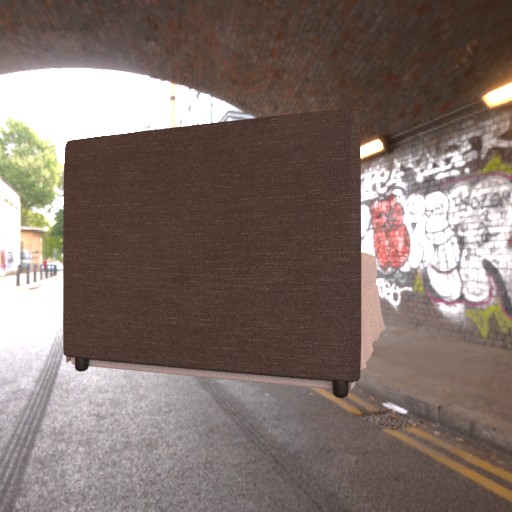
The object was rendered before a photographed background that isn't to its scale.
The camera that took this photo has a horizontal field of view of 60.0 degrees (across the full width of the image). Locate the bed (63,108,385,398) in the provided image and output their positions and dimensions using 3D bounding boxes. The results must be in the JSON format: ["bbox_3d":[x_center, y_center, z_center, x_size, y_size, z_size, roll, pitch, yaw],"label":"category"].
[{"bbox_3d":[0.000,0.000,3.244,1.723,1.330,2.142,0,-1,19],"label":"bed"}]
